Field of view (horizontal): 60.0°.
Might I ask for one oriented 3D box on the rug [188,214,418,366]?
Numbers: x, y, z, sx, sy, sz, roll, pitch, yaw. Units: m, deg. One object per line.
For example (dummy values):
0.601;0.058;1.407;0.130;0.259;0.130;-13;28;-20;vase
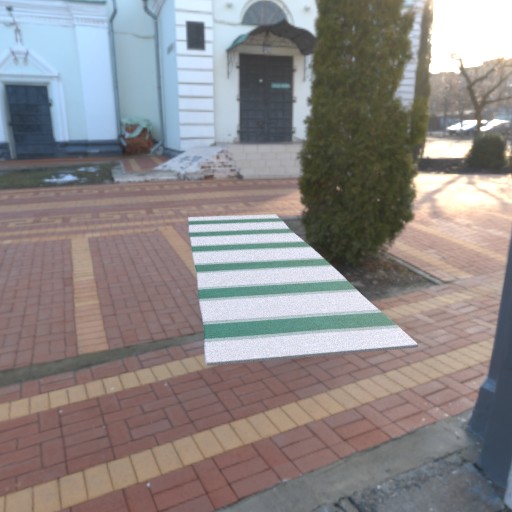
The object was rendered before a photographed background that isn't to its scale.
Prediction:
0.000;0.000;2.682;0.768;0.012;2.438;-3;17;-9;rug
